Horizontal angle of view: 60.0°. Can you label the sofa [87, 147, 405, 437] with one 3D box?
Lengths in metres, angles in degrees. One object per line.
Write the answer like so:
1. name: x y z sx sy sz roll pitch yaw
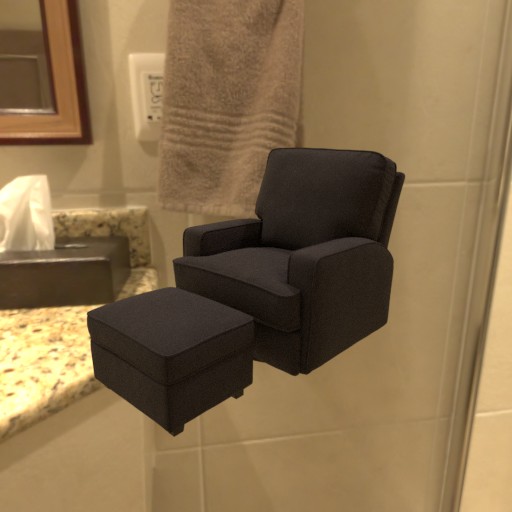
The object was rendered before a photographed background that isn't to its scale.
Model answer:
1. sofa: 0.000 0.000 2.088 0.861 0.959 1.472 14 21 41
